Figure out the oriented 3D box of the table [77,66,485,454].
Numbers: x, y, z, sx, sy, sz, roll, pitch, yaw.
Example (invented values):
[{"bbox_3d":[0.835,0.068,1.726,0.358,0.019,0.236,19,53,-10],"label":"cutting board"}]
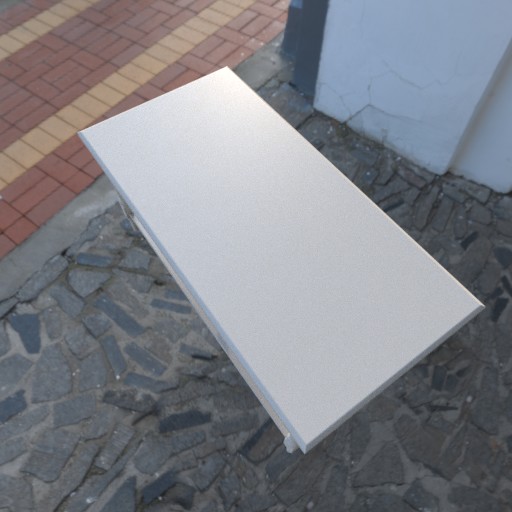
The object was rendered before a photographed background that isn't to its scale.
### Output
[{"bbox_3d":[0.000,0.000,1.415,0.551,0.506,1.109,-31,64,-18],"label":"table"}]
